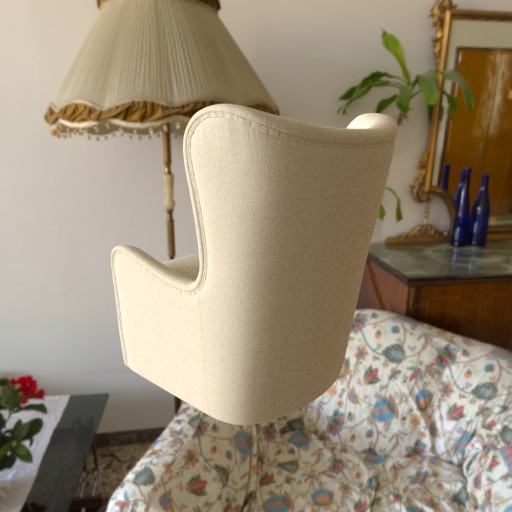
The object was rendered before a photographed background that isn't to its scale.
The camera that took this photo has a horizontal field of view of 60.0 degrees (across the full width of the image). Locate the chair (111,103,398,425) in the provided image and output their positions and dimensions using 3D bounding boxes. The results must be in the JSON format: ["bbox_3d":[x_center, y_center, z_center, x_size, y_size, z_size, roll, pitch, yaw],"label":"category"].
[{"bbox_3d":[0.000,0.000,1.746,0.831,1.079,0.929,-15,21,-43],"label":"chair"}]
